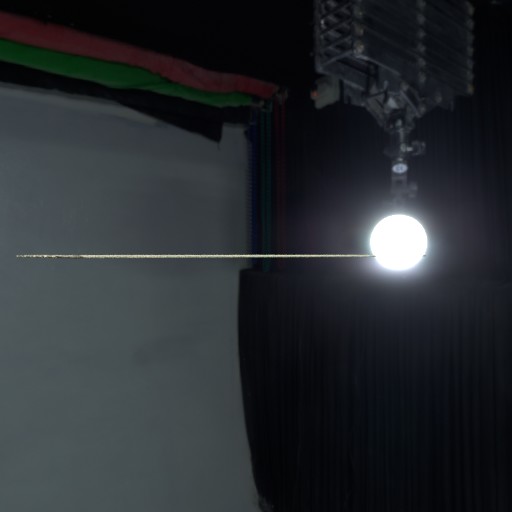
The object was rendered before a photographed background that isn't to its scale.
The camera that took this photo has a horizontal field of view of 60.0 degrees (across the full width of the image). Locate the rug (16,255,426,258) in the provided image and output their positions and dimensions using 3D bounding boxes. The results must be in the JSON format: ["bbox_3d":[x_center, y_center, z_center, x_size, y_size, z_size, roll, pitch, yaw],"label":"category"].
[{"bbox_3d":[0.000,0.000,2.658,2.440,0.013,0.769,0,0,-38],"label":"rug"}]
